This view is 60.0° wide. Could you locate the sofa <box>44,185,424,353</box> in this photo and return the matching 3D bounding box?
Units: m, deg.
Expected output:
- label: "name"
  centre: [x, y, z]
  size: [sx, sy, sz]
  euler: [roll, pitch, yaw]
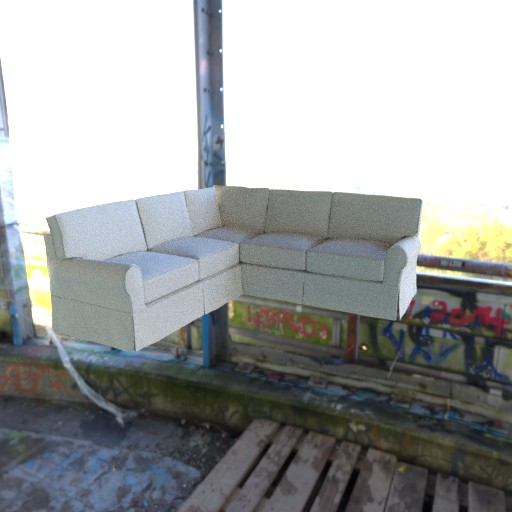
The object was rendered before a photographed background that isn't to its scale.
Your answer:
- label: "sofa"
  centre: [0.000, 0.000, 4.137]
  size: [2.597, 1.070, 2.591]
  euler: [7, 16, 27]
